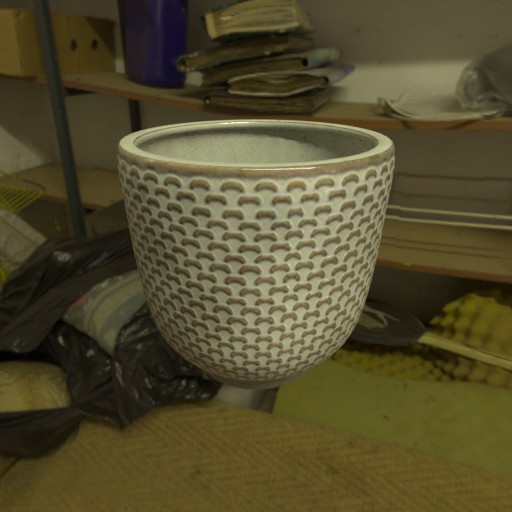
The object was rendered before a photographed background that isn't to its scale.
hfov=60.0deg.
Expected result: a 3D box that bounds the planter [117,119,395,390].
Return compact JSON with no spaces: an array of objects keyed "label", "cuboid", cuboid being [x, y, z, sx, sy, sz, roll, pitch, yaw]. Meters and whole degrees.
[{"label":"planter","cuboid":[0.000,0.000,0.361,0.197,0.191,0.197,0,24,0]}]
